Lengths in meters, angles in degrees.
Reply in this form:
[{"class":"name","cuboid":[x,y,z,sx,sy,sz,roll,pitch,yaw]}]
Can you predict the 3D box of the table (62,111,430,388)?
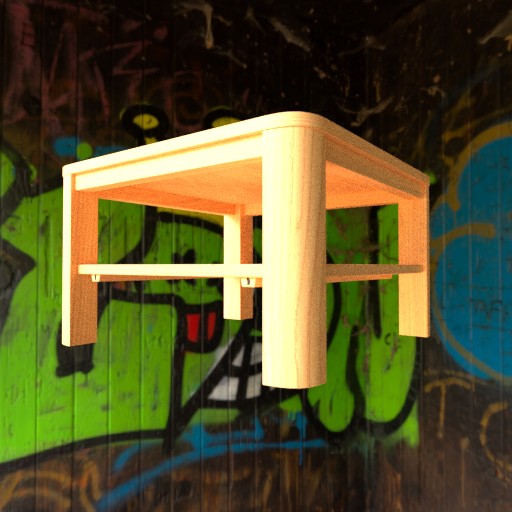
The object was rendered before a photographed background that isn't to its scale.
[{"class":"table","cuboid":[0.000,0.000,1.217,0.750,0.450,0.750,-1,-2,37]}]
